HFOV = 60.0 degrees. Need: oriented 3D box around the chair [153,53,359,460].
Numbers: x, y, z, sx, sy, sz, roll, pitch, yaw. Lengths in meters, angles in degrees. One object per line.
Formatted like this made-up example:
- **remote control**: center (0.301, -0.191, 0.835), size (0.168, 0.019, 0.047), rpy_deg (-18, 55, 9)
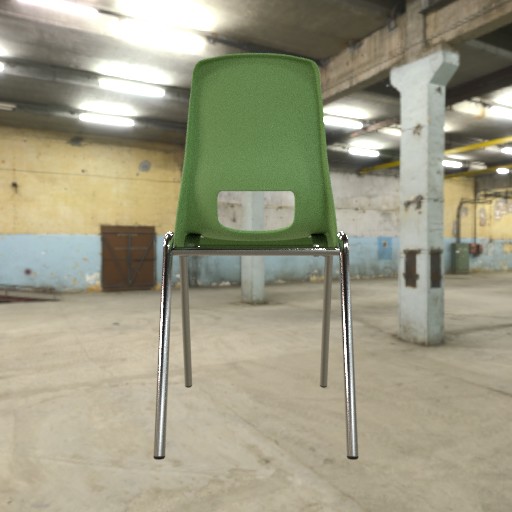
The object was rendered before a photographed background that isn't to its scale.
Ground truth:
- **chair**: center (0.000, 0.000, 0.974), size (0.381, 0.704, 0.436), rpy_deg (0, 0, 0)
